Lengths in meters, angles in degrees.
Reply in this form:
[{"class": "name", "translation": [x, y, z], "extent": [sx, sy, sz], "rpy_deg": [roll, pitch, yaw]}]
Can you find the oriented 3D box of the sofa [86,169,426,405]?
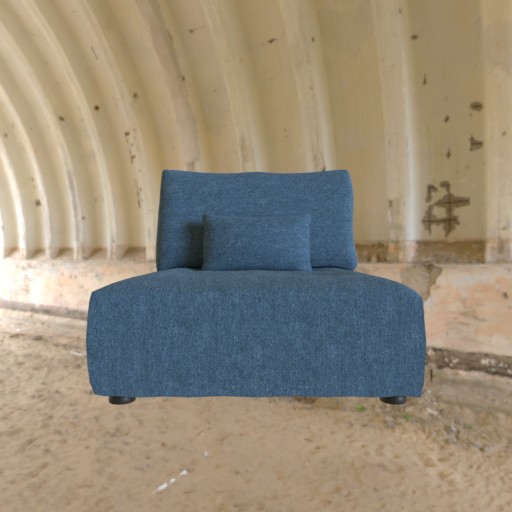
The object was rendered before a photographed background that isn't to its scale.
[{"class": "sofa", "translation": [0.000, 0.000, 1.702], "extent": [0.930, 0.820, 1.000], "rpy_deg": [0, 1, 0]}]
